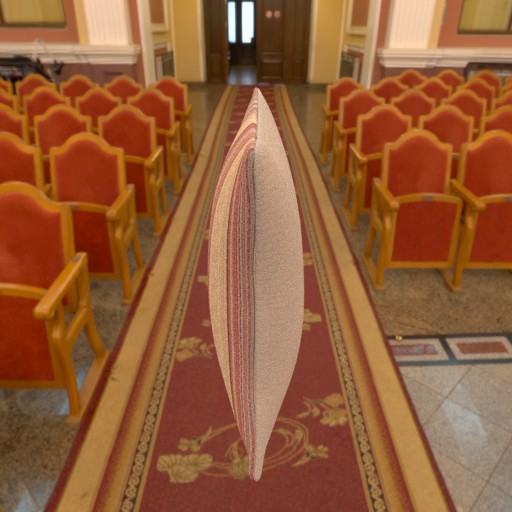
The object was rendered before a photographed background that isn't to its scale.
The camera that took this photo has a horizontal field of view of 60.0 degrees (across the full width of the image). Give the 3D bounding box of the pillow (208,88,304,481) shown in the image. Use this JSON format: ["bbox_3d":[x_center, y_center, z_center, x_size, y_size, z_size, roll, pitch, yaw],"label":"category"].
[{"bbox_3d":[0.000,0.000,0.649,0.136,0.419,0.437,0,27,1],"label":"pillow"}]
